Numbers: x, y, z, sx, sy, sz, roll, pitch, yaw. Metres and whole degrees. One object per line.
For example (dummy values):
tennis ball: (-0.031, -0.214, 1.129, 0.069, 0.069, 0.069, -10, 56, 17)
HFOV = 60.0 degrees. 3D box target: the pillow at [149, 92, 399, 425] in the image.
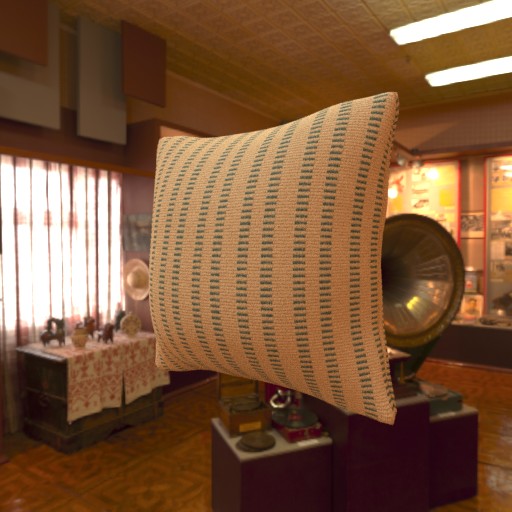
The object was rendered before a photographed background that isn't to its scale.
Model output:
pillow: (0.000, 0.000, 0.680, 0.438, 0.419, 0.247, 1, 2, 36)
